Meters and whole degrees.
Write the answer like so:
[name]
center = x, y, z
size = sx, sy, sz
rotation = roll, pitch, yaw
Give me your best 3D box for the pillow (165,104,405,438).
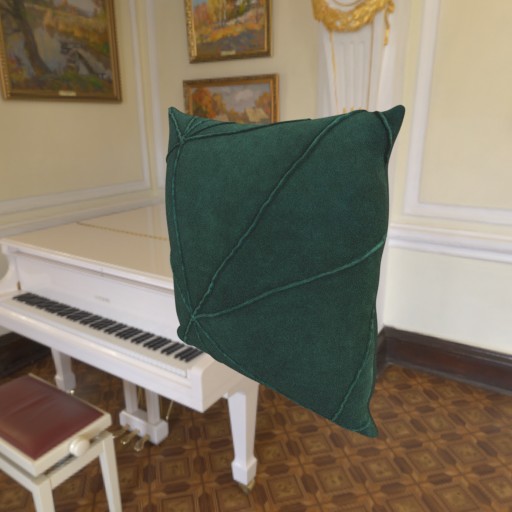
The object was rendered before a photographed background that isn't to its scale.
[pillow]
center = 0.000, 0.000, 0.675
size = 0.439, 0.440, 0.184
rotation = 16, 23, 42
